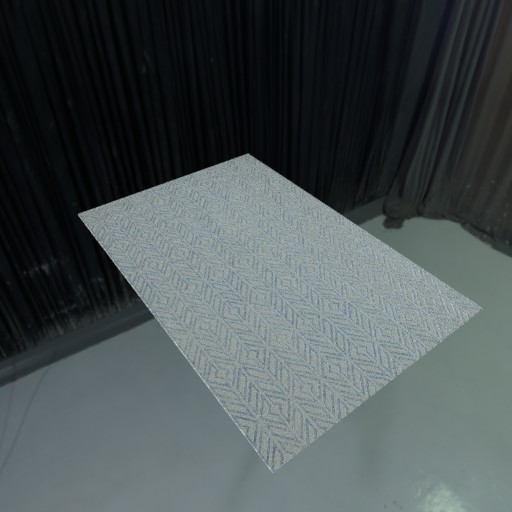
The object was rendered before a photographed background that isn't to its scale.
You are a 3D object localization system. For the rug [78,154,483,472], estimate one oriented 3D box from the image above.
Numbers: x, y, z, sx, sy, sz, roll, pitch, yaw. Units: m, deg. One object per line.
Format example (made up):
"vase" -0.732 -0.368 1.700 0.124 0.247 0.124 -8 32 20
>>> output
"rug" 0.000 0.000 2.298 1.220 0.008 1.824 -26 47 -27
